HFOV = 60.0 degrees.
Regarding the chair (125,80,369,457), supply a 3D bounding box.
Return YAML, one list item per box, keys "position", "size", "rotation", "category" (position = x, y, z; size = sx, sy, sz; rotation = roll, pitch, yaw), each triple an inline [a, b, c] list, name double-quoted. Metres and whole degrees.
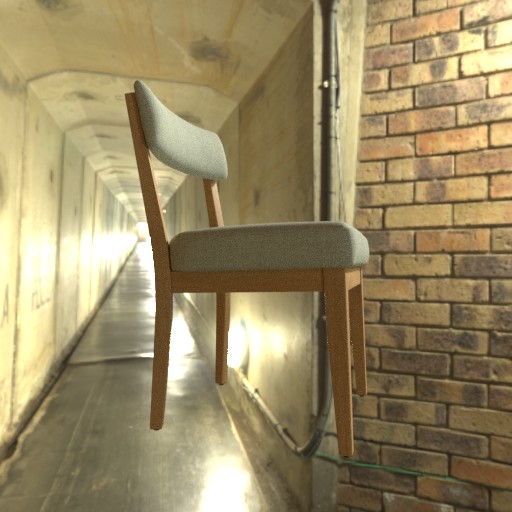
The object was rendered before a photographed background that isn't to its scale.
- position: [0.000, 0.000, 1.198]
  size: [0.572, 0.832, 0.508]
  rotation: [0, -1, 18]
  category: "chair"
